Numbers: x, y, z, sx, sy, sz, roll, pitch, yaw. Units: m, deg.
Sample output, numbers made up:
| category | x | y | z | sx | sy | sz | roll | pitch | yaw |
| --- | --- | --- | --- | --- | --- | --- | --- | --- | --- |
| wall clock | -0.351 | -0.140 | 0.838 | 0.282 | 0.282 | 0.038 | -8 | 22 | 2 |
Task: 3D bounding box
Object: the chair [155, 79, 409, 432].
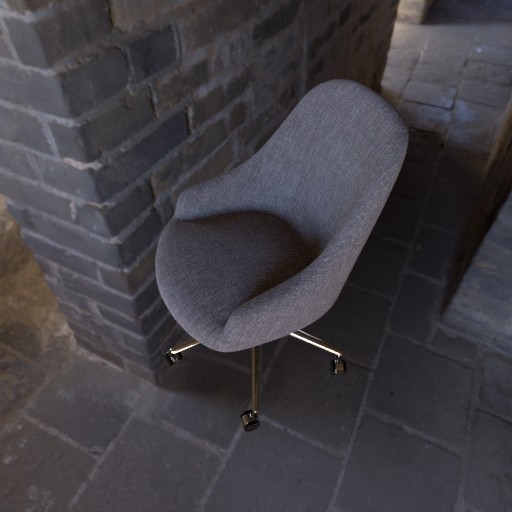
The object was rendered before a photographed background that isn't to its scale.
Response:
| category | x | y | z | sx | sy | sz | roll | pitch | yaw |
| --- | --- | --- | --- | --- | --- | --- | --- | --- | --- |
| chair | 0.000 | 0.000 | 1.403 | 0.712 | 0.950 | 0.671 | -16 | 49 | -15 |
